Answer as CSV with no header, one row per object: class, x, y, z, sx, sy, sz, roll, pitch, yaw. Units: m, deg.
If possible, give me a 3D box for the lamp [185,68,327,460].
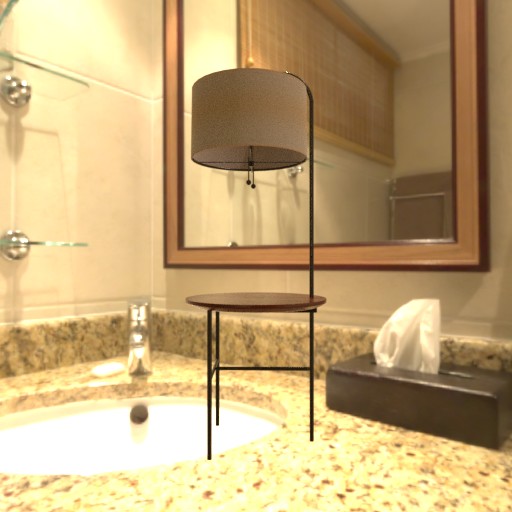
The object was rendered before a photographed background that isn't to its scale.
lamp,0.000,0.000,1.823,0.573,1.517,0.573,0,0,0
